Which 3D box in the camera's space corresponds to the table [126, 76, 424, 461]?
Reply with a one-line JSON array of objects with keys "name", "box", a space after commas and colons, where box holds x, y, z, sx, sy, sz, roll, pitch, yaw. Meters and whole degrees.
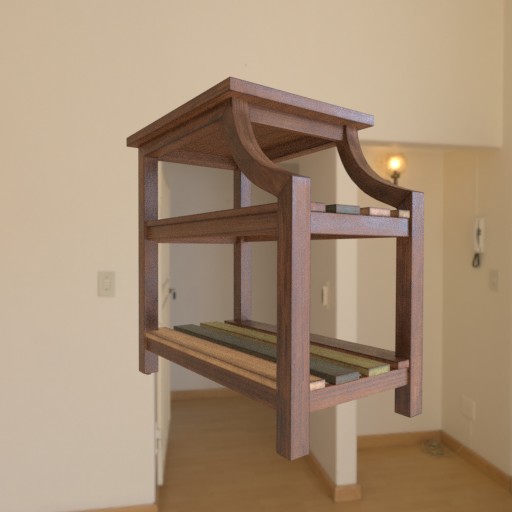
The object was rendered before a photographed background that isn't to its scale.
[{"name": "table", "box": [0.000, 0.000, 0.962, 0.356, 0.584, 0.609, 0, 1, -36]}]
